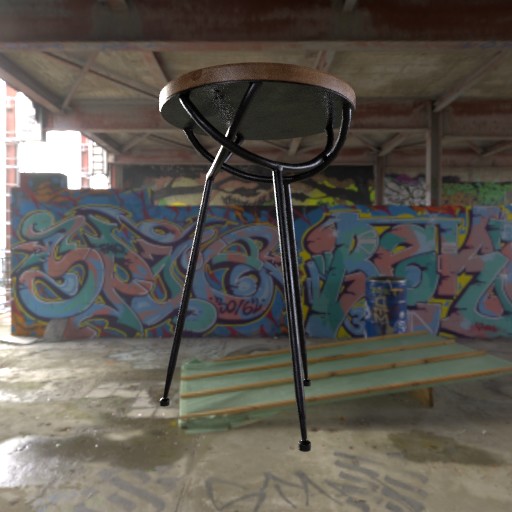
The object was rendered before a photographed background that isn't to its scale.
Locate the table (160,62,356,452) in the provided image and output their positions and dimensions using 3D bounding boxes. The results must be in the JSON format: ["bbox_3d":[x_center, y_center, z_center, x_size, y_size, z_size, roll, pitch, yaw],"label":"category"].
[{"bbox_3d":[0.000,0.000,0.960,0.418,0.664,0.414,0,1,20],"label":"table"}]
